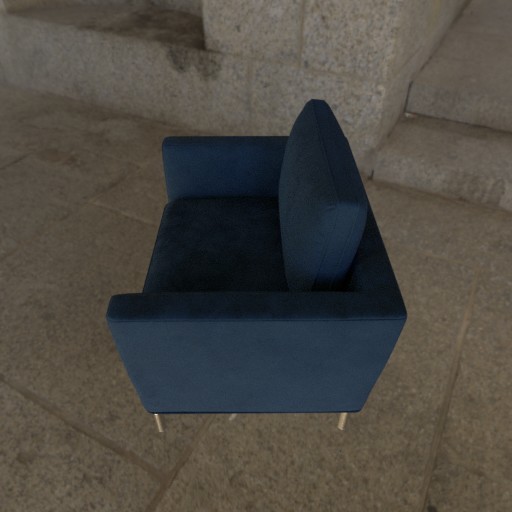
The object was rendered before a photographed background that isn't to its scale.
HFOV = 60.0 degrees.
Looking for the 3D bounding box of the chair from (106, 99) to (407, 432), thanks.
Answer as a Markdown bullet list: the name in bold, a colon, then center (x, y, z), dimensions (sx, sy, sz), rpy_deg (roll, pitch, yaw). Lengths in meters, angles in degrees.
- **chair**: center (0.000, 0.000, 1.572), dimensions (0.746, 0.893, 0.977), rpy_deg (0, 41, 0)
